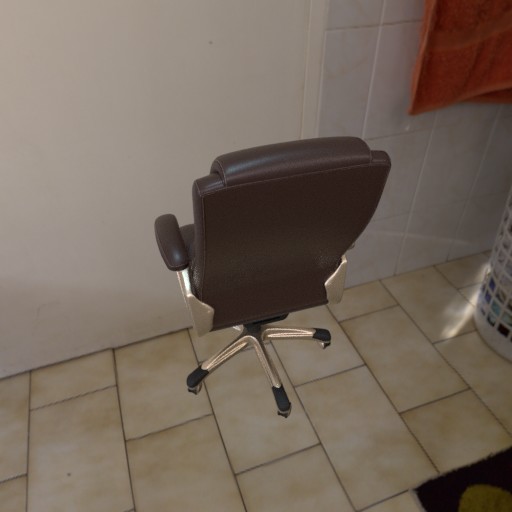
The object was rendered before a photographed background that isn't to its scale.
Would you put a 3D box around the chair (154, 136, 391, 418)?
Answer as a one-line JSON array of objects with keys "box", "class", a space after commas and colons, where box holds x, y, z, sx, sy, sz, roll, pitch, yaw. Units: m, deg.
[{"box": [0.000, 0.000, 1.655, 0.692, 1.194, 0.749, -12, 41, -14], "class": "chair"}]
